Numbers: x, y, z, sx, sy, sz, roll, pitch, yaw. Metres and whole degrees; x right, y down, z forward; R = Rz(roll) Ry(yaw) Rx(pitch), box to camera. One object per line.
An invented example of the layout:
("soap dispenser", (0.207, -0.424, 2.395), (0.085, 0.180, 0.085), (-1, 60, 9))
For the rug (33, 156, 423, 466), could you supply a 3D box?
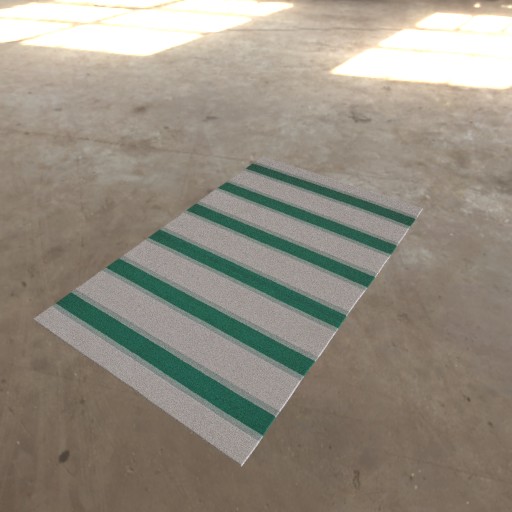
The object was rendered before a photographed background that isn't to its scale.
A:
("rug", (0.000, 0.000, 3.045), (1.521, 0.015, 2.436), (24, 46, 25))
